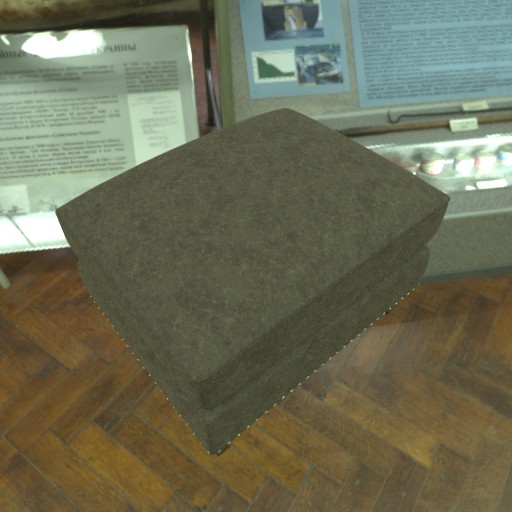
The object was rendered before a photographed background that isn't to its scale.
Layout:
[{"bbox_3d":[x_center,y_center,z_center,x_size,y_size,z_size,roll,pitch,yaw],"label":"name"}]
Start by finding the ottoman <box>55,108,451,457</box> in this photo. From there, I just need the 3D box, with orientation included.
[{"bbox_3d":[0.000,0.000,1.146,0.741,0.513,0.584,-32,54,-26],"label":"ottoman"}]
